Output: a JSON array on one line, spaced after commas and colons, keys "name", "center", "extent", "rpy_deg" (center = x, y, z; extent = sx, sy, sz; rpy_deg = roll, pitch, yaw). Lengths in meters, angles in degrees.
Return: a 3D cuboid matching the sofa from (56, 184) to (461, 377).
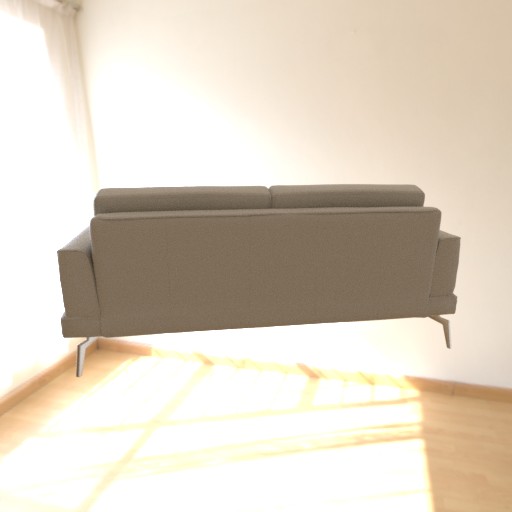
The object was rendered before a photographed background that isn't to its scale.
[{"name": "sofa", "center": [0.000, 0.000, 2.794], "extent": [2.177, 0.930, 1.121], "rpy_deg": [-2, 13, -9]}]
